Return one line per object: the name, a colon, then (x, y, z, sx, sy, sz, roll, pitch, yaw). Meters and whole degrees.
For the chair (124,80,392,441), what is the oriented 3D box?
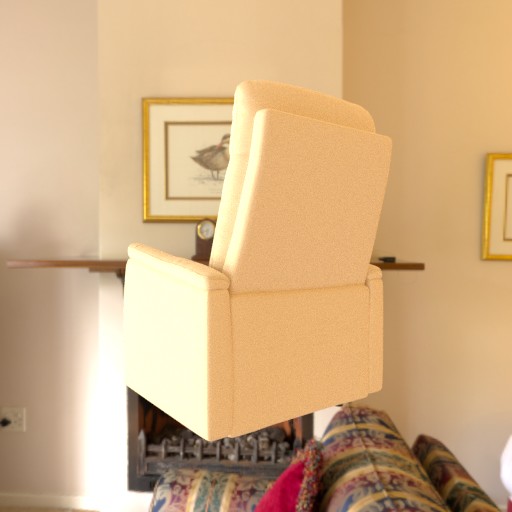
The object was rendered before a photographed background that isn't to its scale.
chair: (0.000, 0.000, 1.672, 0.775, 1.082, 0.831, -1, 1, -36)
